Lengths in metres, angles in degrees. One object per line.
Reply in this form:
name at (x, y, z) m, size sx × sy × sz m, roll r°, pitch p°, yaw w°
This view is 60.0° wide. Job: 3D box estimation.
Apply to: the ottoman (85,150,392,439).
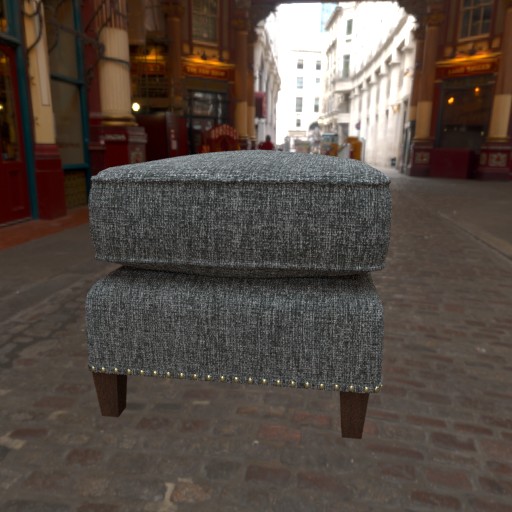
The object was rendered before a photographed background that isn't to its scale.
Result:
ottoman at (0.000, 0.000, 1.153) m, size 0.589 × 0.537 × 0.738 m, roll 2°, pitch 14°, yaw 8°
